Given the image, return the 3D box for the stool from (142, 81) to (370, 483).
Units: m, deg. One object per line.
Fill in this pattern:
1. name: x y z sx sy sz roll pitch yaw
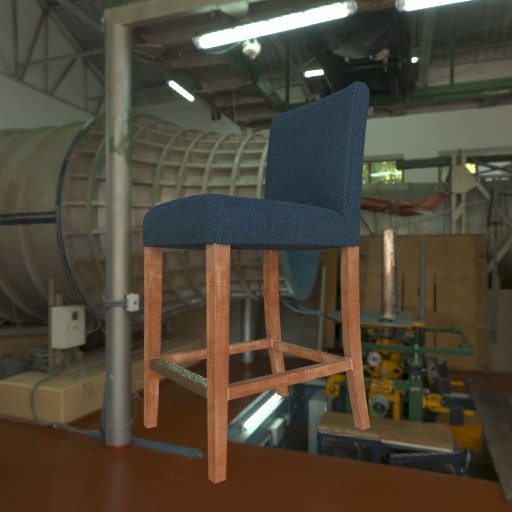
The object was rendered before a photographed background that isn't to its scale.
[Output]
1. stool: 0.000 0.000 1.337 0.567 1.039 0.454 0 0 -36
